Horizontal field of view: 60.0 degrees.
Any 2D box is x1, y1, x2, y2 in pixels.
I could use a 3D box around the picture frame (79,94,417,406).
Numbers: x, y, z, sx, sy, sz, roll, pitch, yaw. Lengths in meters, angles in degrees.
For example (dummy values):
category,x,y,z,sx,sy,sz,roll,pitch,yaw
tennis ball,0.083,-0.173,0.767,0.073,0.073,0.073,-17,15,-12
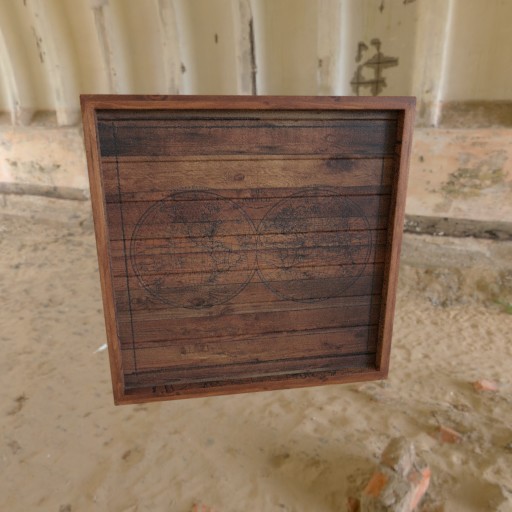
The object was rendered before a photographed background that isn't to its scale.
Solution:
category,x,y,z,sx,sy,sz,roll,pitch,yaw
picture frame,0.000,0.000,0.523,0.352,0.356,0.028,-3,18,-9
